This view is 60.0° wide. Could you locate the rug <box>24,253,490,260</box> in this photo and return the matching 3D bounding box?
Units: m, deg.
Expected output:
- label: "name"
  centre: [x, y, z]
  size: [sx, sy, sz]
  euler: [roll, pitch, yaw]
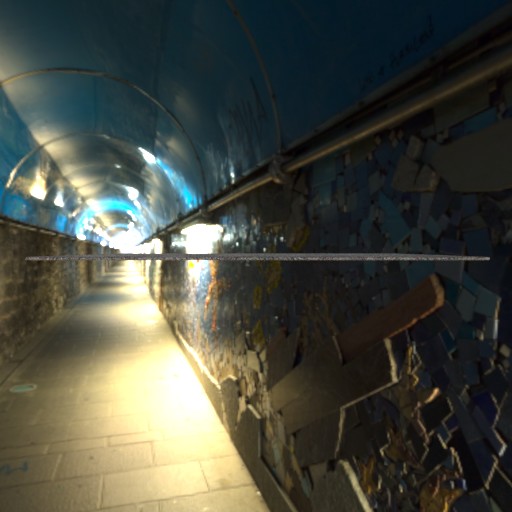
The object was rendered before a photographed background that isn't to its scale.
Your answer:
- label: "rug"
  centre: [0.000, 0.000, 2.222]
  size: [1.752, 0.013, 1.158]
  euler: [0, 1, -1]
